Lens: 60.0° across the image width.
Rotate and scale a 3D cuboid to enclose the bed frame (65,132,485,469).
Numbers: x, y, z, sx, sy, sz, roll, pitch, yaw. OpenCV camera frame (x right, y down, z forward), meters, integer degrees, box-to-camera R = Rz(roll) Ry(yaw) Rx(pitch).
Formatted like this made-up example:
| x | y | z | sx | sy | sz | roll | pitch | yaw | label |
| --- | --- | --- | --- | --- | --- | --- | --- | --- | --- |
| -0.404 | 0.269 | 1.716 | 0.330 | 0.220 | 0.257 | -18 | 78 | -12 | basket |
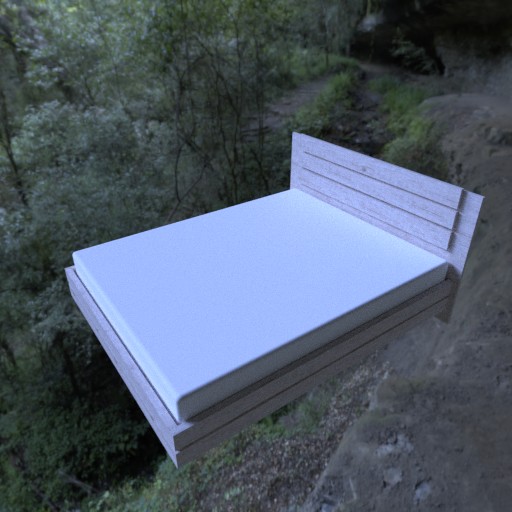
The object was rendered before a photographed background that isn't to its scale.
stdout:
| x | y | z | sx | sy | sz | roll | pitch | yaw | label |
| --- | --- | --- | --- | --- | --- | --- | --- | --- | --- |
| 0.000 | 0.000 | 2.948 | 2.080 | 0.970 | 1.750 | -20 | 36 | -30 | bed frame |
